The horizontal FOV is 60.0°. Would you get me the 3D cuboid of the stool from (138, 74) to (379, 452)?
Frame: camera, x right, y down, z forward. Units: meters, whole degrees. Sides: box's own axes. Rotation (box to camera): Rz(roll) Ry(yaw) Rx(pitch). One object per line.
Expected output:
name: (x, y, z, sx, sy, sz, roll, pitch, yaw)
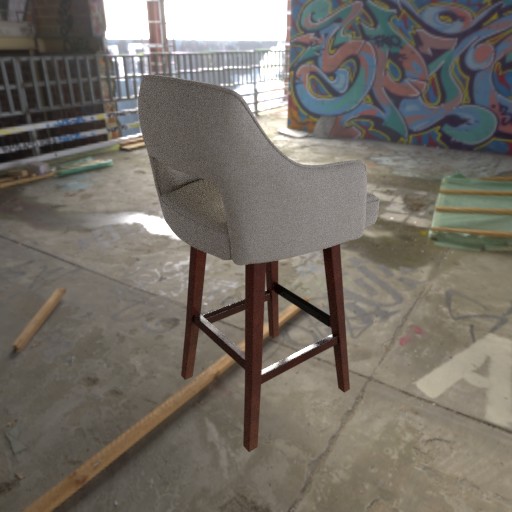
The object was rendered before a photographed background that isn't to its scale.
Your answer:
stool: (0.000, 0.000, 1.351, 0.560, 1.041, 0.550, -18, 31, -33)
